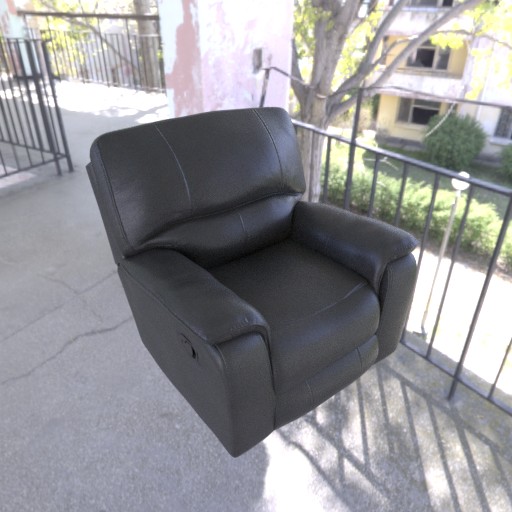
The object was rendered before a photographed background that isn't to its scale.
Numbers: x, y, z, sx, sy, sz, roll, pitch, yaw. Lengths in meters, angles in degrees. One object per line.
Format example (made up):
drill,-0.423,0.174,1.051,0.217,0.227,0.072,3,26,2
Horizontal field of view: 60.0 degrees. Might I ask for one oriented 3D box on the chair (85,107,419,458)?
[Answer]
chair,0.000,0.000,1.981,1.096,1.109,1.087,-21,36,-32
